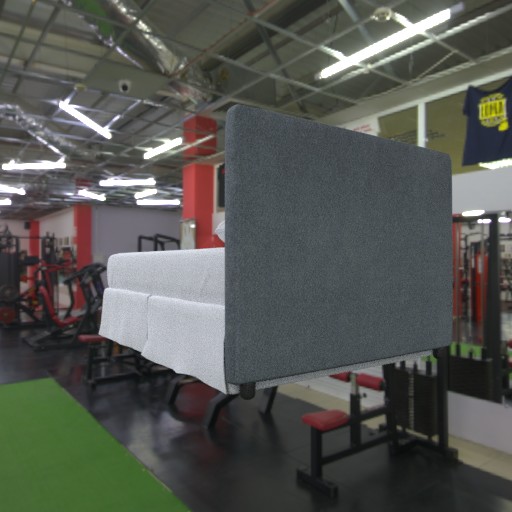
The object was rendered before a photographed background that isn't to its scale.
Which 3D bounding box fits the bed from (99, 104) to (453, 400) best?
[{"bbox_3d":[0.000,0.000,3.257,1.713,1.330,2.142,0,-1,-34],"label":"bed"}]
